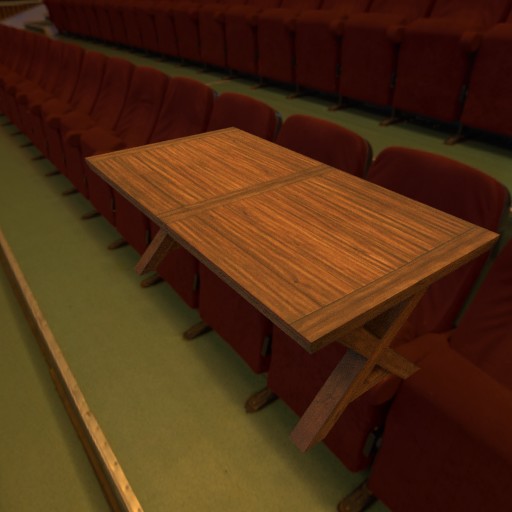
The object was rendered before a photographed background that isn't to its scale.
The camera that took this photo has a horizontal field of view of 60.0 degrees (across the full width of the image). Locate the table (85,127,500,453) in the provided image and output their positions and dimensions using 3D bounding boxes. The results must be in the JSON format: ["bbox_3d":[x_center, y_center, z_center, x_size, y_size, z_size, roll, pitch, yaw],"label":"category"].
[{"bbox_3d":[0.000,0.000,2.454,1.071,0.793,1.966,-22,38,-31],"label":"table"}]
